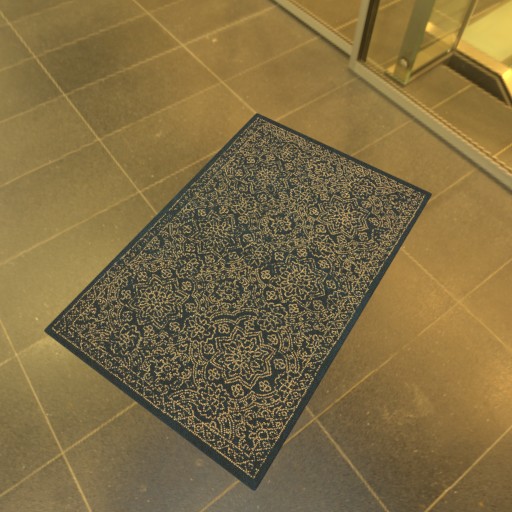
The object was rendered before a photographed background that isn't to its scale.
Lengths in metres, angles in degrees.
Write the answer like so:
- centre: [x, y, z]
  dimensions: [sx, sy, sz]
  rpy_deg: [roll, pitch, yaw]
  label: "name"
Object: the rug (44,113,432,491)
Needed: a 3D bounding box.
- centre: [0.000, 0.000, 2.334]
  dimensions: [1.219, 0.010, 1.829]
  rpy_deg: [30, 63, 17]
  label: "rug"
